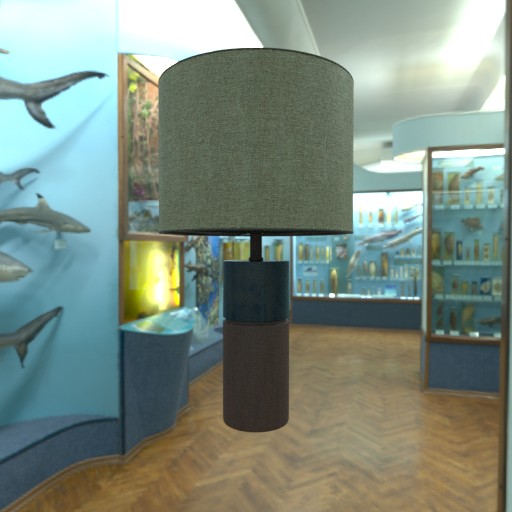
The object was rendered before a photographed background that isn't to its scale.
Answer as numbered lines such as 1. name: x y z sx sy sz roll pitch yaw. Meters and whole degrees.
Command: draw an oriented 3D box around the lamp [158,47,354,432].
1. lamp: 0.000 0.000 0.471 0.202 0.350 0.202 0 1 0
